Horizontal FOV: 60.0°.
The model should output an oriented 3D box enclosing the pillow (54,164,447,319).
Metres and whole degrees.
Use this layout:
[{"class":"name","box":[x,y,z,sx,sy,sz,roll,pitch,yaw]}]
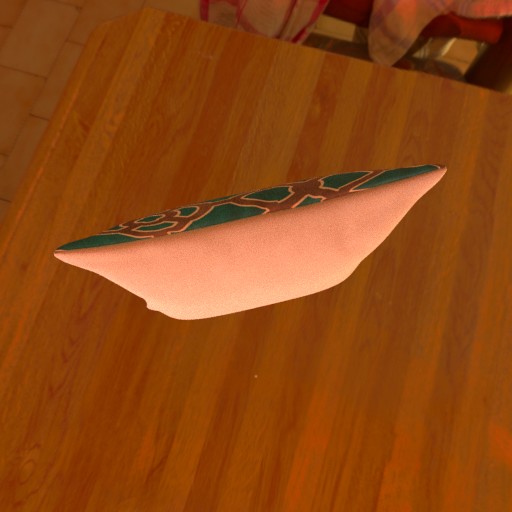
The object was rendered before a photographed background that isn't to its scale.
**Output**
[{"class":"pillow","box":[0.000,0.000,0.817,0.526,0.507,0.166,-13,75,-3]}]
